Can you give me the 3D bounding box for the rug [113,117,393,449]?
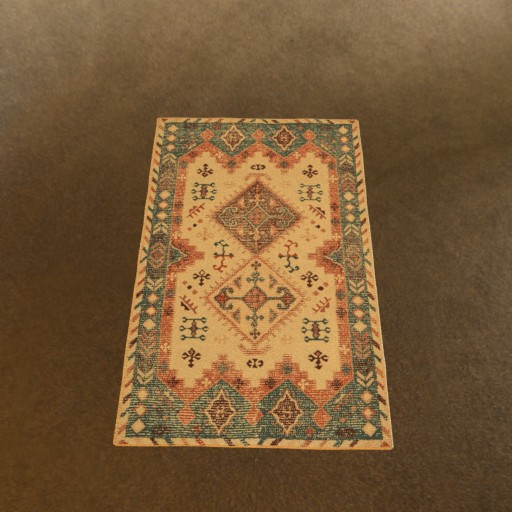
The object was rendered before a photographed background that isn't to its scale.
[{"bbox_3d":[0.000,0.000,2.309,1.225,0.015,1.840,1,65,0],"label":"rug"}]
